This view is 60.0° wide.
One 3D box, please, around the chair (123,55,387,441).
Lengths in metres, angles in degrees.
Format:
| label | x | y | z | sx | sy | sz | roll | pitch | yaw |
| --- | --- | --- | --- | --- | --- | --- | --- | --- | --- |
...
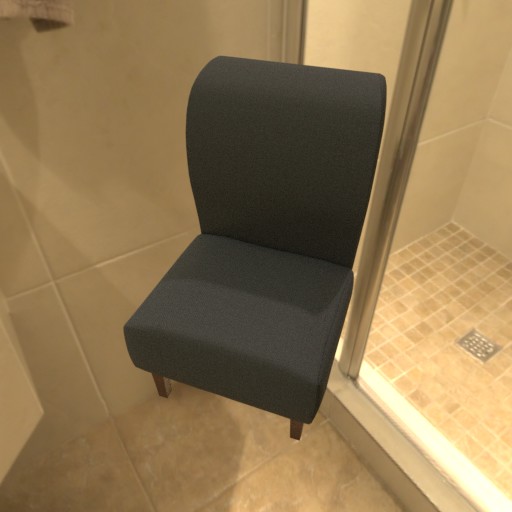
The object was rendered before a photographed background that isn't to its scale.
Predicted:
| label | x | y | z | sx | sy | sz | roll | pitch | yaw |
| --- | --- | --- | --- | --- | --- | --- | --- | --- | --- |
| chair | 0.000 | 0.000 | 1.158 | 0.513 | 0.804 | 0.592 | 12 | 42 | 14 |
